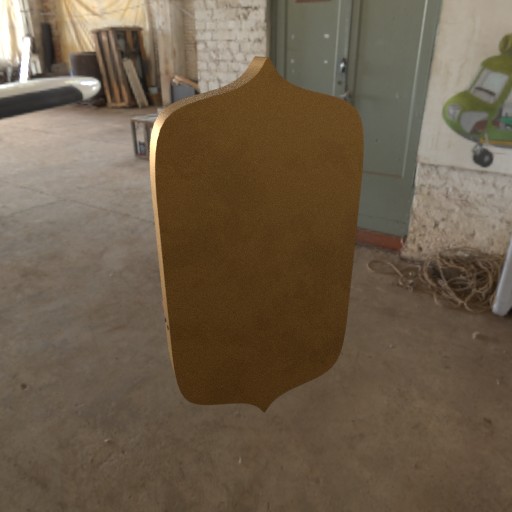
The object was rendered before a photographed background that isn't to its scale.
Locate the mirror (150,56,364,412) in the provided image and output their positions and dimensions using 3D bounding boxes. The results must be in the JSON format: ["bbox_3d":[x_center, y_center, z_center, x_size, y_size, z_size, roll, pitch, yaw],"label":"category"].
[{"bbox_3d":[0.000,0.000,0.746,0.323,0.613,0.096,-9,27,-18],"label":"mirror"}]
